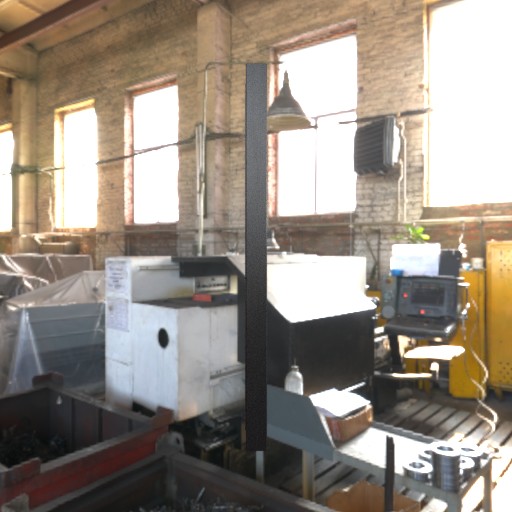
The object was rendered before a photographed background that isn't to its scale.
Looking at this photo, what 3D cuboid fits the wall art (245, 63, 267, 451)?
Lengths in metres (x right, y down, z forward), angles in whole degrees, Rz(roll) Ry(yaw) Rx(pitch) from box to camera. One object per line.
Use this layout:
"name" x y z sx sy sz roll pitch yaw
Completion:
"wall art" 0.000 0.000 0.851 0.027 0.458 0.657 0 0 0
